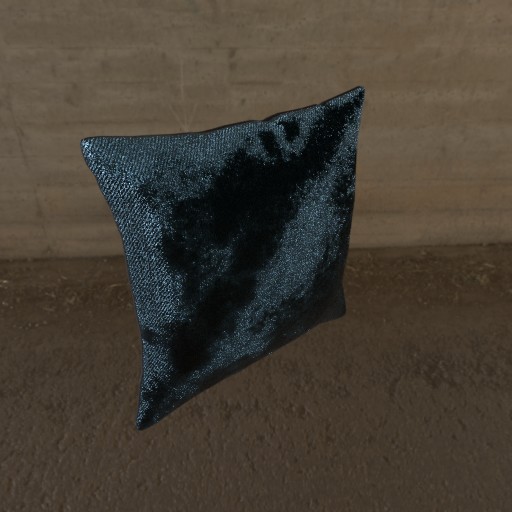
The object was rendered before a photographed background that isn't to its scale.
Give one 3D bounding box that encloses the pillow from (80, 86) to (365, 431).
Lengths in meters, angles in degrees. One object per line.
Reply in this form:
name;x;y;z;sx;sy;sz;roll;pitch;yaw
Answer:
pillow;0.000;0.000;0.648;0.436;0.430;0.138;-21;37;-32
